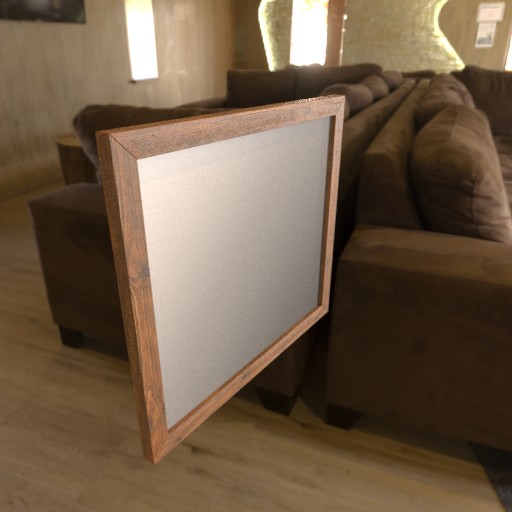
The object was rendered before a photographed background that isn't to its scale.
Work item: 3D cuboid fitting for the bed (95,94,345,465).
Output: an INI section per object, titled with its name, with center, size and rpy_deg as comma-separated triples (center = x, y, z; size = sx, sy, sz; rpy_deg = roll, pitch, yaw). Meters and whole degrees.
[bed]
center = 0.000, 0.000, 1.480
size = 0.046, 0.942, 1.046
rpy_deg = 18, 30, 33
